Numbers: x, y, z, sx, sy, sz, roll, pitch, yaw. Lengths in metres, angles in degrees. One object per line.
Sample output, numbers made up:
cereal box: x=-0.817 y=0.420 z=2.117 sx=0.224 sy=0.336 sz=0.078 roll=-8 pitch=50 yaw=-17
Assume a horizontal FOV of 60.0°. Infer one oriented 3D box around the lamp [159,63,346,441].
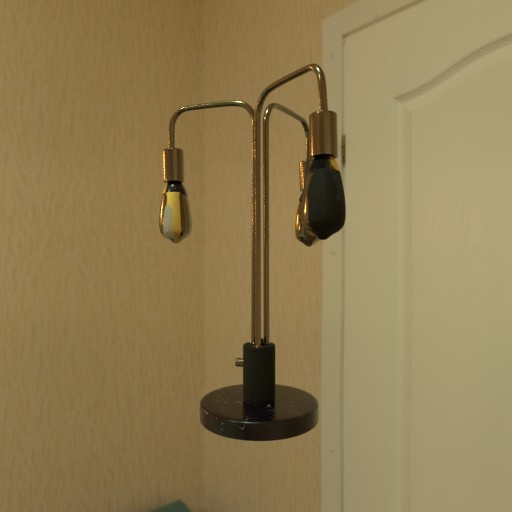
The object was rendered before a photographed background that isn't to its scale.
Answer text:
lamp: x=0.000 y=0.000 z=0.804 sx=0.368 sy=0.560 sz=0.355 roll=0 pitch=0 yaw=20
